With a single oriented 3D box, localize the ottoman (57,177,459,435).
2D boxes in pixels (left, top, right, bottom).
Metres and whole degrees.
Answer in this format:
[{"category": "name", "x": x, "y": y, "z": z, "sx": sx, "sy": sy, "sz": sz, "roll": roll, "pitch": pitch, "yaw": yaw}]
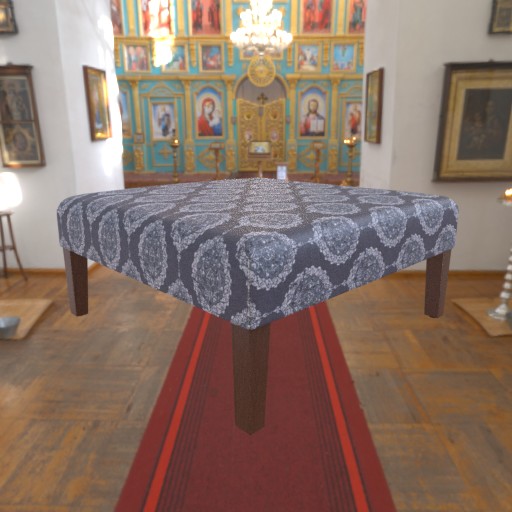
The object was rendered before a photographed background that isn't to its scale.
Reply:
[{"category": "ottoman", "x": 0.000, "y": 0.000, "z": 1.406, "sx": 0.890, "sy": 0.409, "sz": 0.889, "roll": -14, "pitch": 21, "yaw": -42}]
